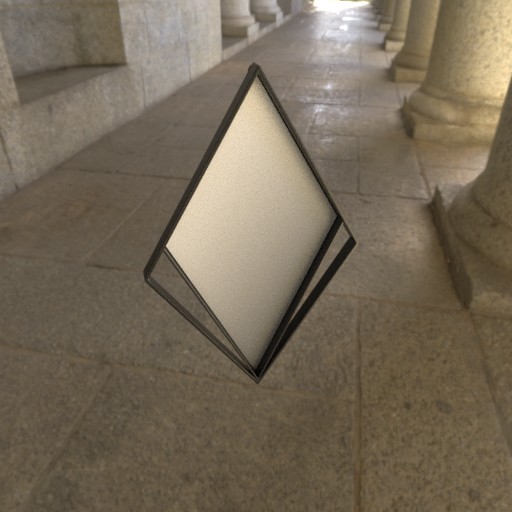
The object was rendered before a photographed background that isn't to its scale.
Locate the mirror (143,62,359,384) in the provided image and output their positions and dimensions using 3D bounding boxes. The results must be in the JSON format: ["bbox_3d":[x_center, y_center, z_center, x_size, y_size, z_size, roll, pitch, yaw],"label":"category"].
[{"bbox_3d":[0.000,0.000,0.841,0.419,0.679,0.032,-10,34,-15],"label":"mirror"}]
